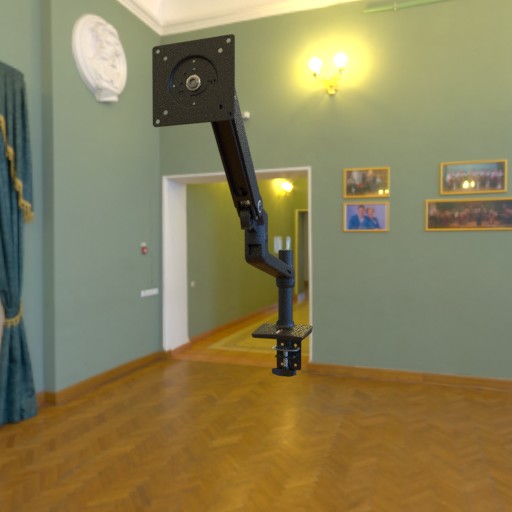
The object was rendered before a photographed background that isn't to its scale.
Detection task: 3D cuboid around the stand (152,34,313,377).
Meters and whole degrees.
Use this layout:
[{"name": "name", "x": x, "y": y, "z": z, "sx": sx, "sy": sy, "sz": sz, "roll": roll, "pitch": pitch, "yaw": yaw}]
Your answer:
[{"name": "stand", "x": 0.000, "y": 0.000, "z": 1.033, "sx": 0.152, "sy": 0.713, "sz": 0.650, "roll": 0, "pitch": 1, "yaw": 18}]
